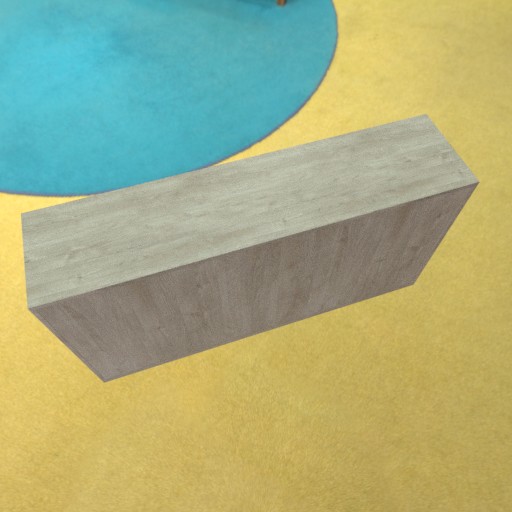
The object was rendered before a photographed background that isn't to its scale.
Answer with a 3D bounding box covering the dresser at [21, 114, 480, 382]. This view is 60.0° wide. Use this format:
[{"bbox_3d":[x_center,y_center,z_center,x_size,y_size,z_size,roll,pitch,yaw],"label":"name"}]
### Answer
[{"bbox_3d":[0.000,0.000,1.908,1.590,0.795,0.390,-16,60,-10],"label":"dresser"}]
